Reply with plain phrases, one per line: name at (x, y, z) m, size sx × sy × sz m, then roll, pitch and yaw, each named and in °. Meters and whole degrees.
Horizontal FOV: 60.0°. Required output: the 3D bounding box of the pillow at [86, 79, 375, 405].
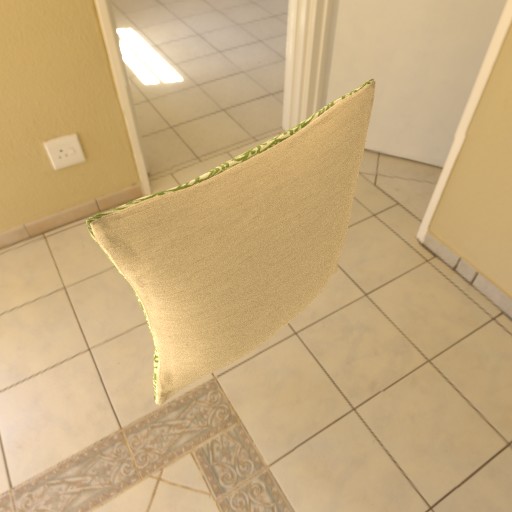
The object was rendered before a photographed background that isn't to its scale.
pillow at (0.000, 0.000, 0.674) m, size 0.440 × 0.419 × 0.162 m, roll -33°, pitch 56°, yaw -25°
